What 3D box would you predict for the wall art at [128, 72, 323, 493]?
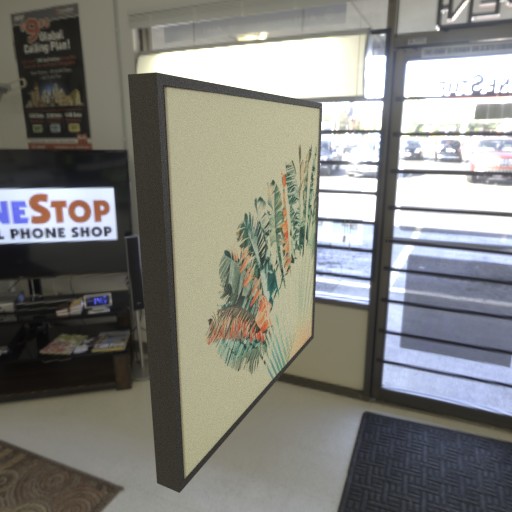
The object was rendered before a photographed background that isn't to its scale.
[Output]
[{"bbox_3d":[0.000,0.000,0.733,0.037,0.507,0.509,8,17,26],"label":"wall art"}]
